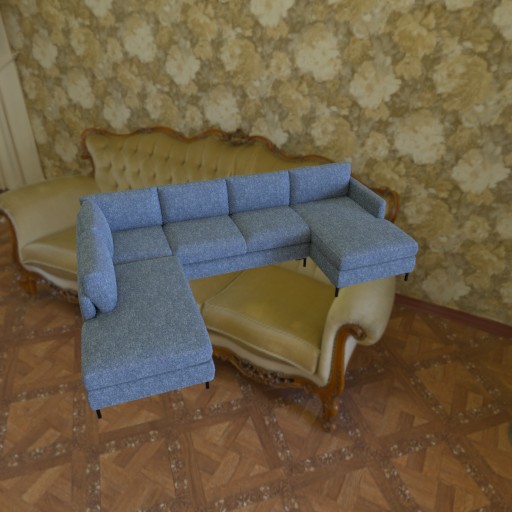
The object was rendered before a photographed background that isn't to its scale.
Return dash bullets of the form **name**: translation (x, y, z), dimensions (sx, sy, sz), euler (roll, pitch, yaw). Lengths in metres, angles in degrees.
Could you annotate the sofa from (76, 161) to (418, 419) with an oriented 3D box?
- **sofa**: translation (0.000, 0.000, 3.609), dimensions (2.737, 0.756, 1.879), euler (-11, 34, -16)
